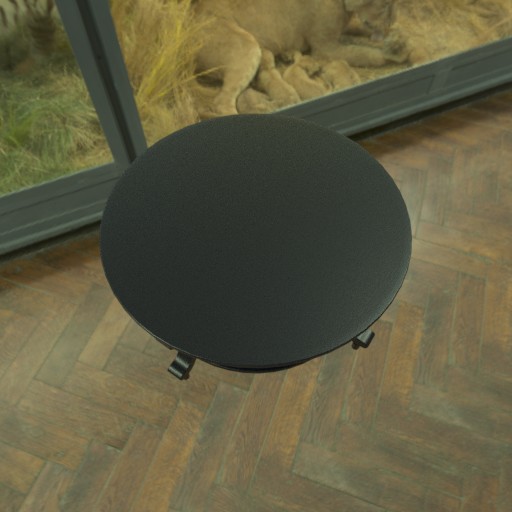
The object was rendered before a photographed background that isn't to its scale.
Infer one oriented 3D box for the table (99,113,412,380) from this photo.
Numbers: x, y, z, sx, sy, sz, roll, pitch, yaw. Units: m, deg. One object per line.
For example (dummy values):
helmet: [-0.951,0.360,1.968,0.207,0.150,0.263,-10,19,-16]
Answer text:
table: [0.000,0.000,1.680,1.029,0.491,1.029,0,57,0]
